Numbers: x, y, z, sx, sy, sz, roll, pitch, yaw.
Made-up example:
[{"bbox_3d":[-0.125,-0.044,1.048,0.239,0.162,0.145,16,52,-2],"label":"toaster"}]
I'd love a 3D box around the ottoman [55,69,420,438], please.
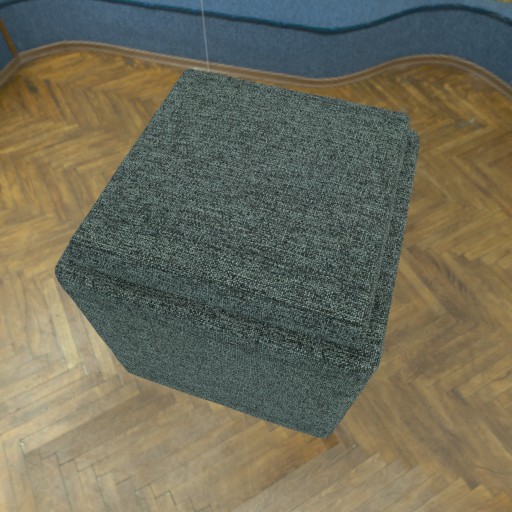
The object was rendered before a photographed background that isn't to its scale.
[{"bbox_3d":[0.000,0.000,0.812,0.450,0.463,0.450,15,59,10],"label":"ottoman"}]
